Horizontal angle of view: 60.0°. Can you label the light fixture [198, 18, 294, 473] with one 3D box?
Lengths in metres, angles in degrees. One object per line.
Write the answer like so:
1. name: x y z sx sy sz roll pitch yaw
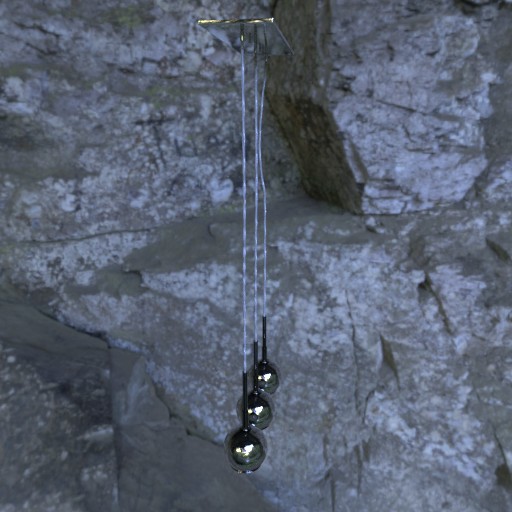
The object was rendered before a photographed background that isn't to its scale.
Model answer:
1. light fixture: 0.000 0.000 1.591 0.188 1.408 0.623 3 18 9
